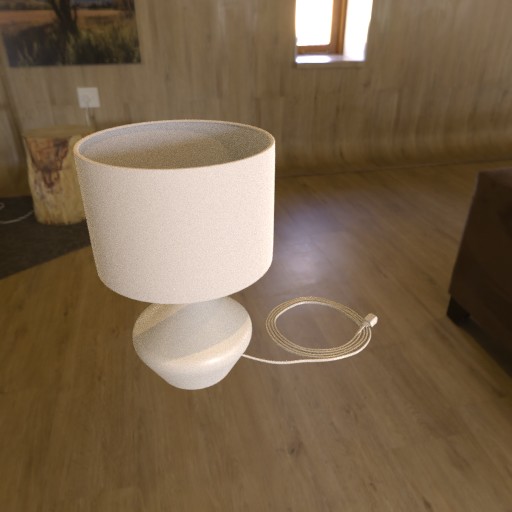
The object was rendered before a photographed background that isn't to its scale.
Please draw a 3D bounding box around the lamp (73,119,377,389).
[{"bbox_3d":[0.000,0.000,0.835,0.546,0.457,0.401,1,29,2],"label":"lamp"}]
